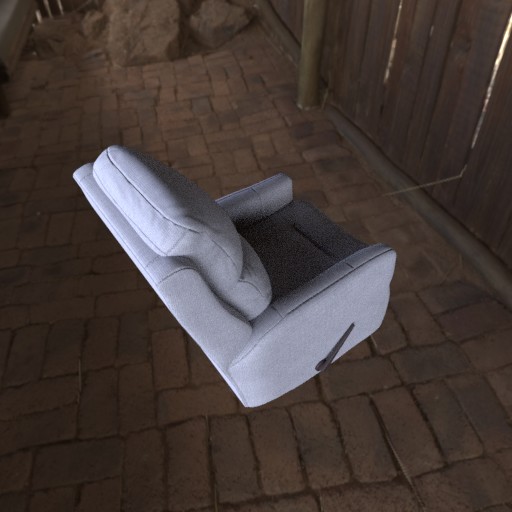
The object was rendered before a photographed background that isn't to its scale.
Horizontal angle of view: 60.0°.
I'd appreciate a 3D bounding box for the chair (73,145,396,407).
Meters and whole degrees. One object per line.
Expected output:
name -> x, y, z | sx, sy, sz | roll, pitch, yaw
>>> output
chair -> 0.000, 0.000, 1.831 | 1.080, 1.030, 0.829 | -25, 47, -26
